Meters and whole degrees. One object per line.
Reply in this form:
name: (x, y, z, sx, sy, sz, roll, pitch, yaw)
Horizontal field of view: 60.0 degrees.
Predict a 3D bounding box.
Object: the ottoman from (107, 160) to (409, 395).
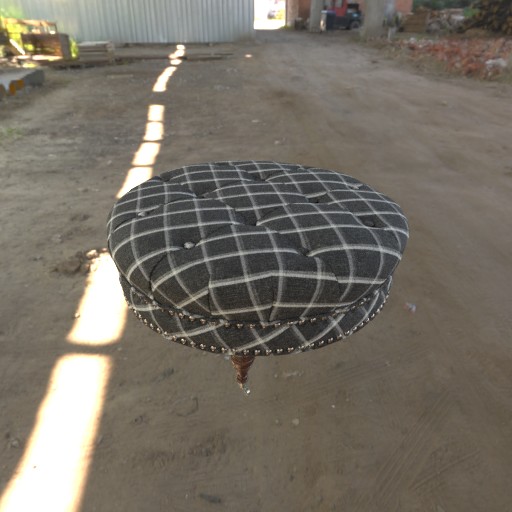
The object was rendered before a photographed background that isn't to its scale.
ottoman: (0.000, 0.000, 1.427, 0.901, 0.439, 0.901, 0, 29, 0)
